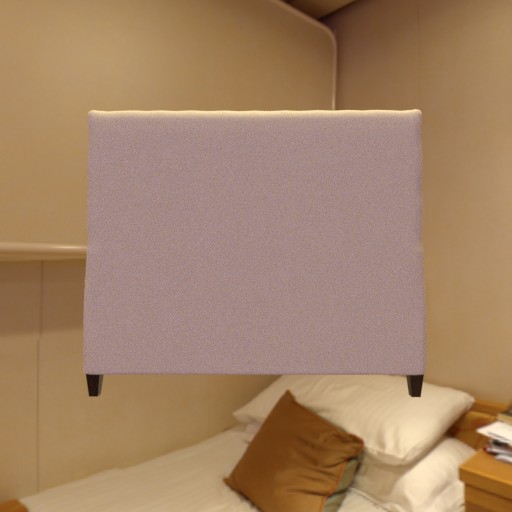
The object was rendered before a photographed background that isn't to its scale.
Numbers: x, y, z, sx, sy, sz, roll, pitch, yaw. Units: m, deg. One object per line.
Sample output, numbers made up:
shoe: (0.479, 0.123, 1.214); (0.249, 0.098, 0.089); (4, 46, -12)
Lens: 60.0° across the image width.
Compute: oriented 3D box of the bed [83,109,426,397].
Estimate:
bed: (0.000, 0.000, 3.355); (1.698, 1.427, 2.387); (0, -1, 0)
